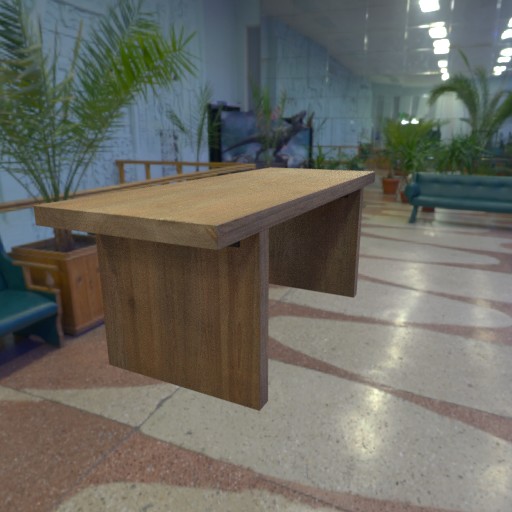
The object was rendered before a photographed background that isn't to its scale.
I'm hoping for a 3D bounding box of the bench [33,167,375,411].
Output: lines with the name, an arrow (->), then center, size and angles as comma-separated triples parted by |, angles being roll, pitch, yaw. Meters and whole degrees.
bench -> 0.000, 0.000, 1.409 | 0.458, 0.458, 1.183 | 8, 17, 26
